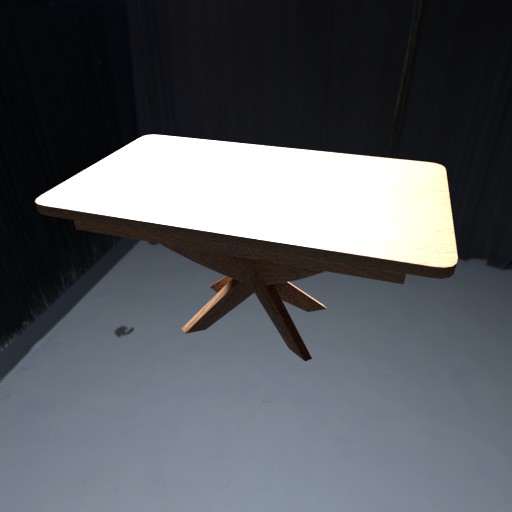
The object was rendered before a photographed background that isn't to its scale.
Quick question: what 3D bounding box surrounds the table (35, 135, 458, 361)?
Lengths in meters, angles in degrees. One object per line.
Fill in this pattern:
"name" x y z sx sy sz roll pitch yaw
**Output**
"table" 0.000 0.000 2.145 1.600 0.770 0.950 9 34 15
